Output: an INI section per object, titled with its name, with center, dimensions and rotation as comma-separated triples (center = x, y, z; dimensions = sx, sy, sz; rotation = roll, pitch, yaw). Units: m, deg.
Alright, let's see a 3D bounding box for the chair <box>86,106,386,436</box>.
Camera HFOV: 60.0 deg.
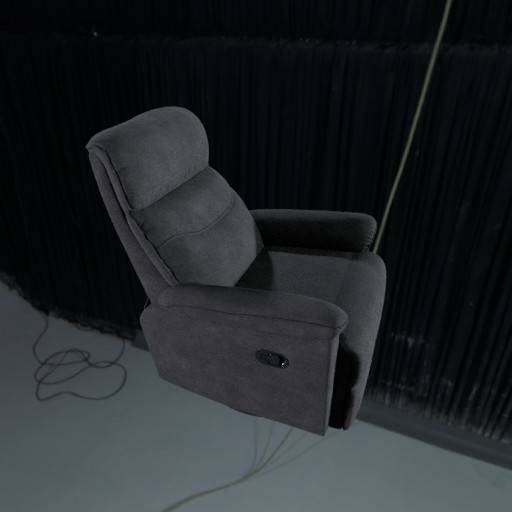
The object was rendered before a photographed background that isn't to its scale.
[chair]
center = 0.000, 0.000, 1.748
dimensions = 1.009, 1.035, 0.830
rotation = 10, 31, 18
